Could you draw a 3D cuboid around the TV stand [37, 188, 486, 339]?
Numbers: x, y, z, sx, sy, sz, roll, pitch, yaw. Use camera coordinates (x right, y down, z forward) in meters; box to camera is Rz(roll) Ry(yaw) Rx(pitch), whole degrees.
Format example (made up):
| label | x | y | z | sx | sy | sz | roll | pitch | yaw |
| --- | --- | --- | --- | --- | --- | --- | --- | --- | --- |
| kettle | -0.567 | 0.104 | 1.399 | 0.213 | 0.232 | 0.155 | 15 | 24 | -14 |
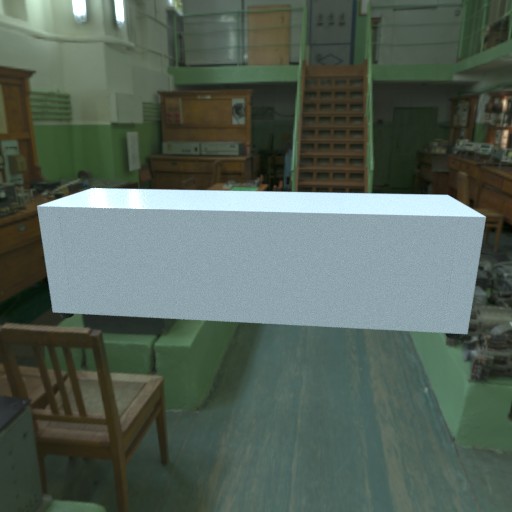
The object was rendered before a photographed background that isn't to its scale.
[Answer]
| label | x | y | z | sx | sy | sz | roll | pitch | yaw |
| --- | --- | --- | --- | --- | --- | --- | --- | --- | --- |
| TV stand | 0.000 | 0.000 | 1.732 | 1.500 | 0.440 | 0.410 | 2 | 18 | 6 |
